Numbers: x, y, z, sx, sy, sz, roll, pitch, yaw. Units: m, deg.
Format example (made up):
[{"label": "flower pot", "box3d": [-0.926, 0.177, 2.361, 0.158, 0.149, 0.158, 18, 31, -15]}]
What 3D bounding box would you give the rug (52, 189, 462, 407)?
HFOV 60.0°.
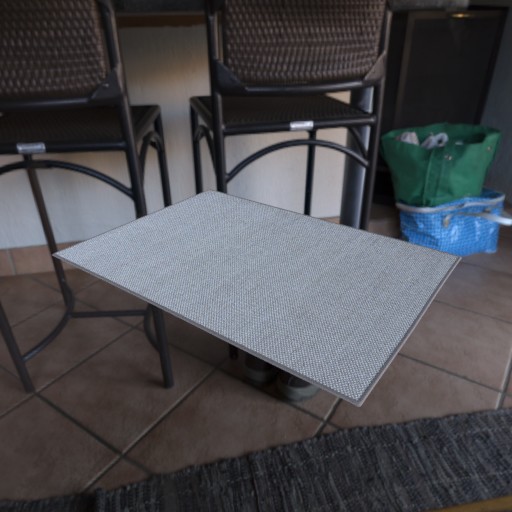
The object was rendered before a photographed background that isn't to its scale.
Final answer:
[{"label": "rug", "box3d": [0.000, 0.000, 2.799, 2.115, 0.013, 1.517, 19, 34, 31]}]
